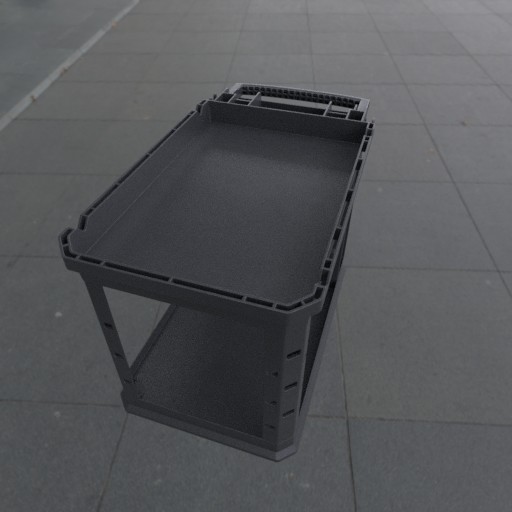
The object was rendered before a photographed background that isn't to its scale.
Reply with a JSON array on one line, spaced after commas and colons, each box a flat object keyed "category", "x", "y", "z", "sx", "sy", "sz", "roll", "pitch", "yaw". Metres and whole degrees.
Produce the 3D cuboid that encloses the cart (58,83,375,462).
[{"category": "cart", "x": 0.000, "y": 0.000, "z": 1.716, "sx": 0.674, "sy": 0.884, "sz": 1.239, "roll": 13, "pitch": 43, "yaw": 14}]
